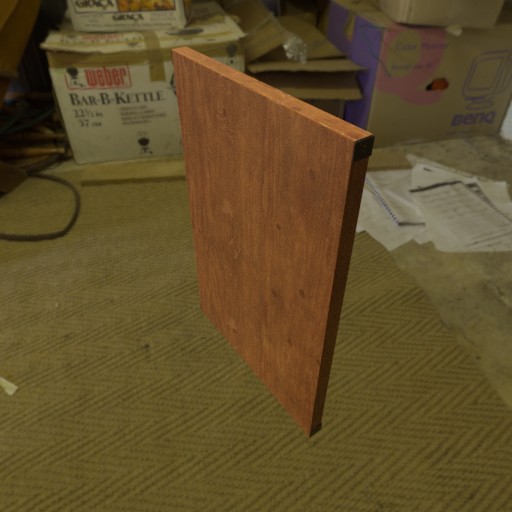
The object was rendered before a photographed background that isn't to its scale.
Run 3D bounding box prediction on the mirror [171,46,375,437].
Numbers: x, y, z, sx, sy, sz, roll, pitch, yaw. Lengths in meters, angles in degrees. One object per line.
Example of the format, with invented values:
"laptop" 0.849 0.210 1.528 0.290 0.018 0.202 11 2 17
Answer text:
"mirror" 0.000 0.000 0.987 0.053 0.761 0.517 -25 46 -27
